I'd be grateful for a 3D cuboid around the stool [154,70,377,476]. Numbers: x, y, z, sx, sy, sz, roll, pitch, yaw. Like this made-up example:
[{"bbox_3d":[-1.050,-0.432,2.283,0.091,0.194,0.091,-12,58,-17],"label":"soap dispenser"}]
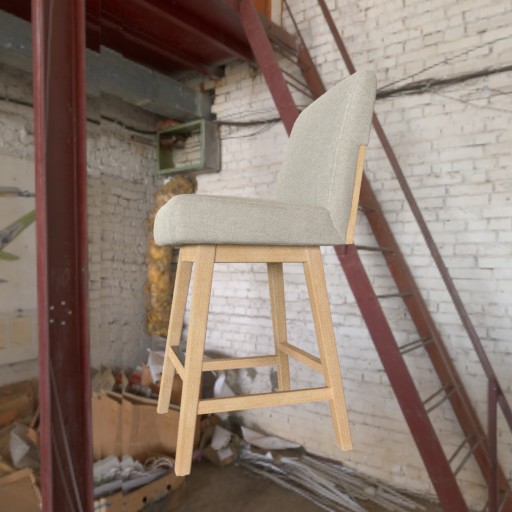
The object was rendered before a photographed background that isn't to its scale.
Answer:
[{"bbox_3d":[0.000,0.000,1.398,0.606,1.085,0.507,0,0,-18],"label":"stool"}]
